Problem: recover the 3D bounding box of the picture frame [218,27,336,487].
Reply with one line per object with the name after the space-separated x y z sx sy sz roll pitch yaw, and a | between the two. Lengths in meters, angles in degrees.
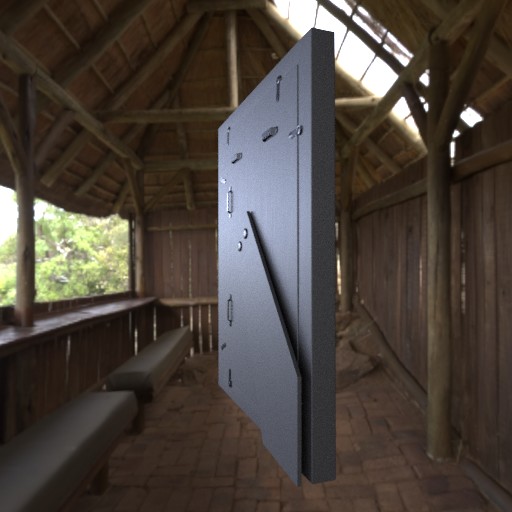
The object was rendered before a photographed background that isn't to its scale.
0.000 0.000 0.517 0.036 0.383 0.307 0 0 -19 | picture frame
